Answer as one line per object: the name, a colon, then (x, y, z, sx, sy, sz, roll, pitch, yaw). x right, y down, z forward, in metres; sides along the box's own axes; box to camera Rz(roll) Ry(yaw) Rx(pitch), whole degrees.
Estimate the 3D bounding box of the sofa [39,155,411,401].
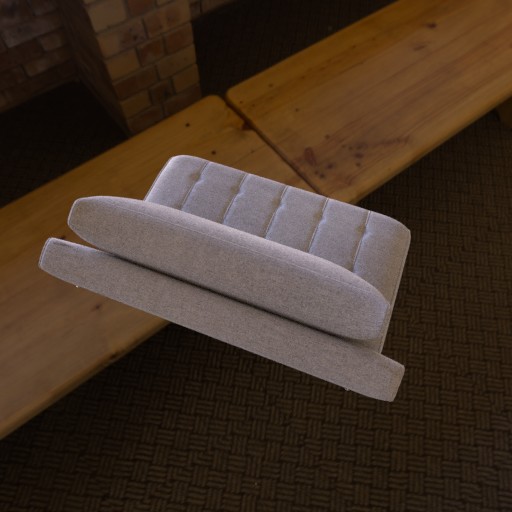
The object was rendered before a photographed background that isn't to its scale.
sofa: (0.000, 0.000, 1.854, 1.220, 0.910, 0.910, 19, 64, 9)
